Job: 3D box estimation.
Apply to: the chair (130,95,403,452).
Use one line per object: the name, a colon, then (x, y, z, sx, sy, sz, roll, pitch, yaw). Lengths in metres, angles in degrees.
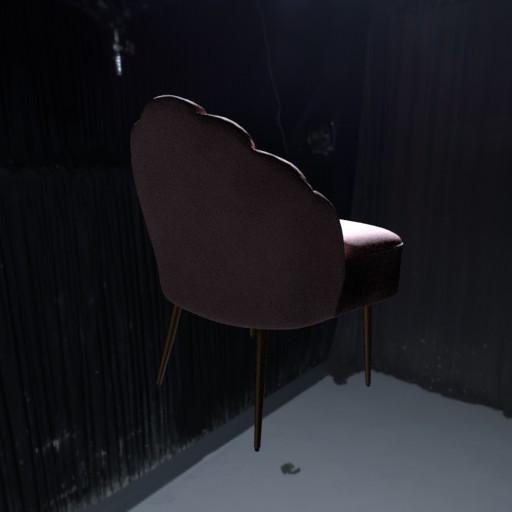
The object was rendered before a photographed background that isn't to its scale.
chair: (0.000, 0.000, 1.257, 0.657, 0.819, 0.599, 13, 20, 42)
